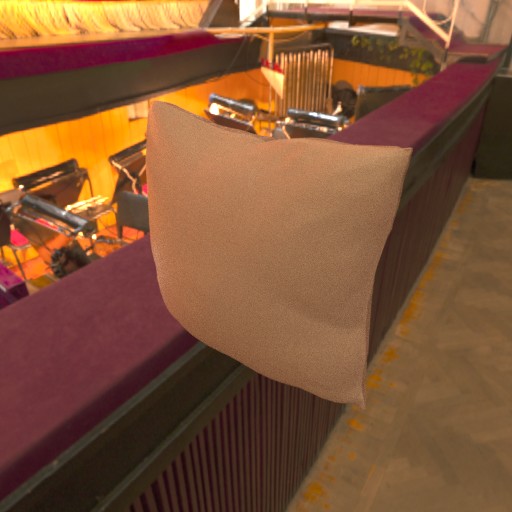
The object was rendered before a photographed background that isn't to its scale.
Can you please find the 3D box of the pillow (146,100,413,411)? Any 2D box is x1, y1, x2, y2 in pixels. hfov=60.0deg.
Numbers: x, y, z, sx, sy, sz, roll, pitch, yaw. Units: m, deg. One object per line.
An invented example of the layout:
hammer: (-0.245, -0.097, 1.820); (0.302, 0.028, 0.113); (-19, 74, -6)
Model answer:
pillow: (0.000, 0.000, 0.740); (0.450, 0.448, 0.245); (21, 37, 31)
